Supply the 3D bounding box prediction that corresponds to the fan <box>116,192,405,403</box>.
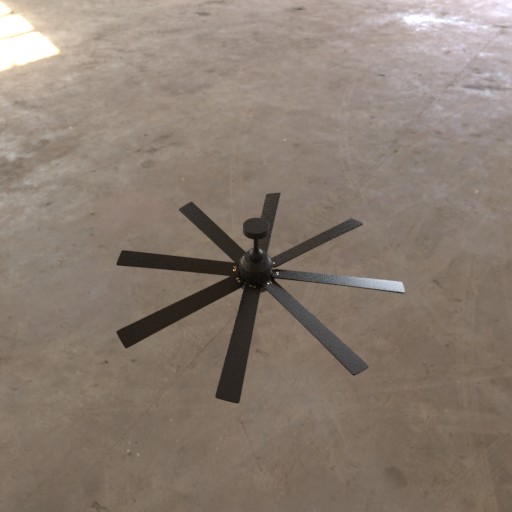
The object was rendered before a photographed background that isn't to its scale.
[{"bbox_3d":[0.000,0.000,2.730,1.830,0.472,1.830,-26,47,-26],"label":"fan"}]
